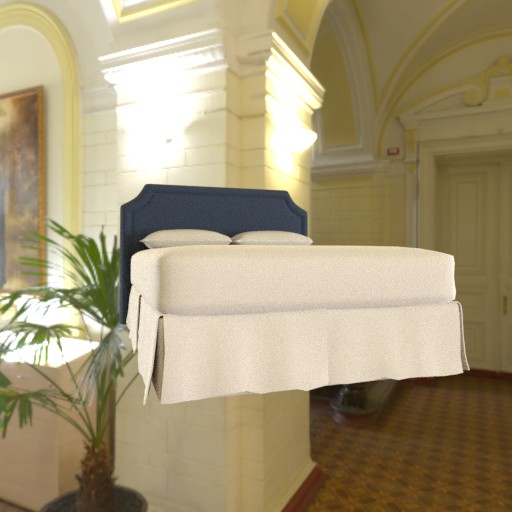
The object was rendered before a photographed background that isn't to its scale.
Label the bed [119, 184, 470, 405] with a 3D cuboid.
[{"bbox_3d":[0.000,0.000,3.213,1.831,1.297,2.260,0,0,-19],"label":"bed"}]
